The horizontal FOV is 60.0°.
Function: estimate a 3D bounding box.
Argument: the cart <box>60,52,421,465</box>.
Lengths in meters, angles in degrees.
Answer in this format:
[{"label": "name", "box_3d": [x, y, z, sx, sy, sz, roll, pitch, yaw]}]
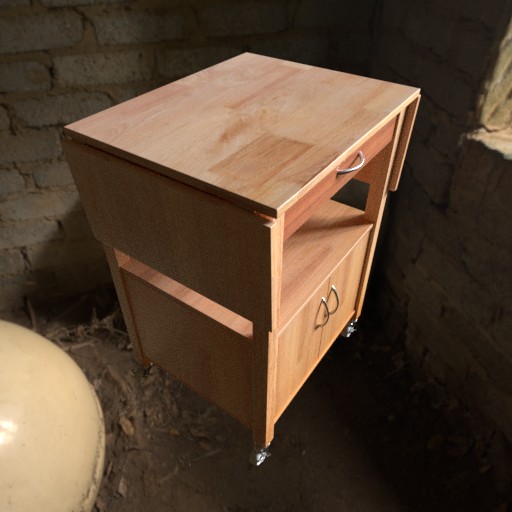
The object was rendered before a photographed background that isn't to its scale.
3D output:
[{"label": "cart", "box_3d": [0.000, 0.000, 1.215, 0.508, 0.838, 0.640, 24, 46, 26]}]
